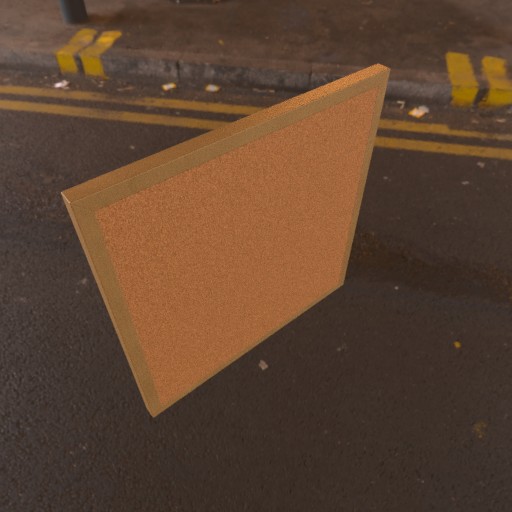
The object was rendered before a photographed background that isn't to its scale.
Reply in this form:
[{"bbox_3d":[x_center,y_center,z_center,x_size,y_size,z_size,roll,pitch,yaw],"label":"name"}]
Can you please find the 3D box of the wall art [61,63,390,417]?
[{"bbox_3d":[0.000,0.000,1.128,0.763,0.763,0.037,-30,53,-26],"label":"wall art"}]
